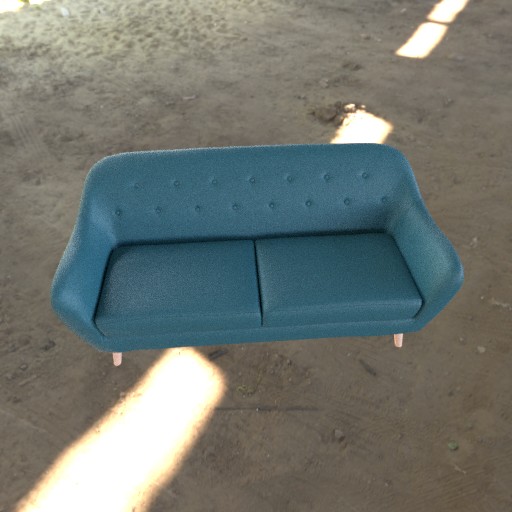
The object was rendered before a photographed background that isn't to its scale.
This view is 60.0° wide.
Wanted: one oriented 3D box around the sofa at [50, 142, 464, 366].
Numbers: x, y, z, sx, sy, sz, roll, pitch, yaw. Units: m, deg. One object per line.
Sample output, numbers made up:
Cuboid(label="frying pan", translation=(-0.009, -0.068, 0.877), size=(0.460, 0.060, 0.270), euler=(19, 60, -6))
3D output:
Cuboid(label="sofa", translation=(0.000, 0.000, 2.313), size=(1.840, 0.836, 0.820), euler=(-3, 46, -3))
